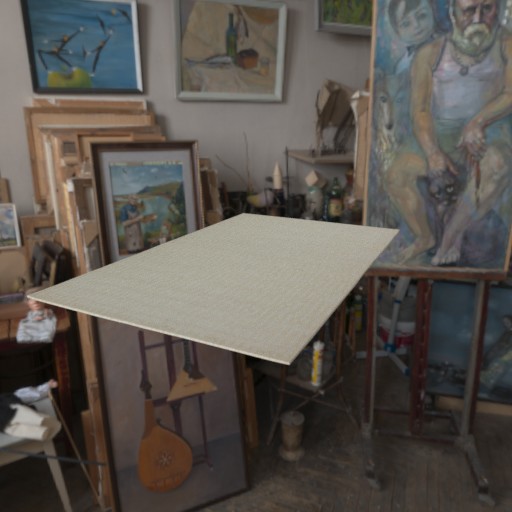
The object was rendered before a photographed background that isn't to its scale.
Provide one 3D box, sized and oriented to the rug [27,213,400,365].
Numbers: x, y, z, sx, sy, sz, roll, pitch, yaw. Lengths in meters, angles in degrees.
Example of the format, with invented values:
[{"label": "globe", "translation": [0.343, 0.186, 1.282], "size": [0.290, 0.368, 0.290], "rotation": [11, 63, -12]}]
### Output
[{"label": "rug", "translation": [0.000, 0.000, 3.074], "size": [1.531, 0.014, 2.441], "rotation": [9, 19, 26]}]
